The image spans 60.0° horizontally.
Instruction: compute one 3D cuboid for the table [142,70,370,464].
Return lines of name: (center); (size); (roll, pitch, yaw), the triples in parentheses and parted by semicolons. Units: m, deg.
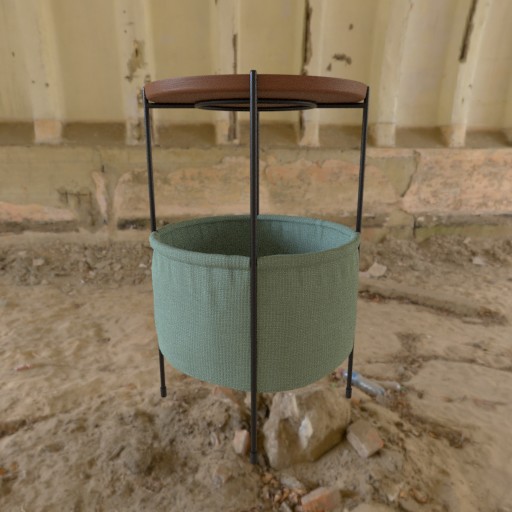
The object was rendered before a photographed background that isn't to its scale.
table: (0.000, 0.000, 0.868); (0.400, 0.623, 0.400); (-14, 20, -42)
